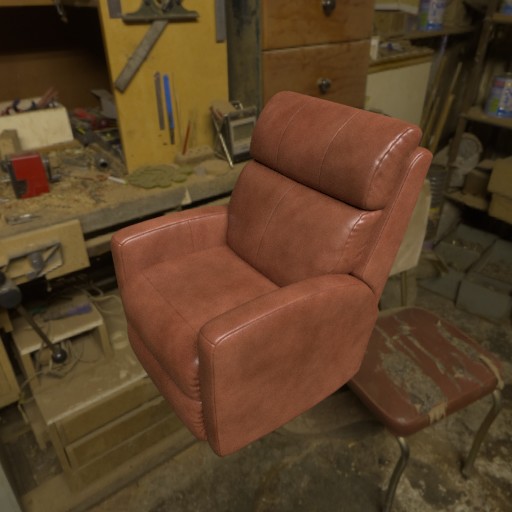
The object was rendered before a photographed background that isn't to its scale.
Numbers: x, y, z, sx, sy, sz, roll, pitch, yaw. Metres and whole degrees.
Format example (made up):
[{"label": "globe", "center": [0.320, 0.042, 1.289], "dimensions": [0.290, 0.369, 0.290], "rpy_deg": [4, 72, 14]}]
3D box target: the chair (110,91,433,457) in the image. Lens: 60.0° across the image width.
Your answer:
[{"label": "chair", "center": [0.000, 0.000, 1.674], "dimensions": [0.939, 1.016, 0.787], "rpy_deg": [-21, 37, -30]}]
